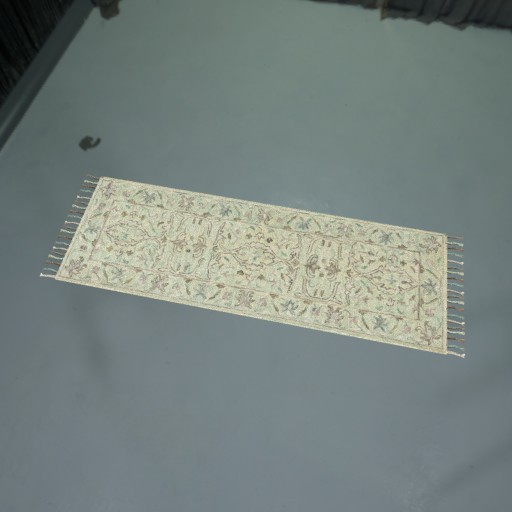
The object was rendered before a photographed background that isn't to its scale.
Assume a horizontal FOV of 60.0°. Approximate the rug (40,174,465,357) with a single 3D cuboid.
[{"bbox_3d":[0.000,0.000,2.660,2.440,0.013,0.769,10,63,5],"label":"rug"}]
